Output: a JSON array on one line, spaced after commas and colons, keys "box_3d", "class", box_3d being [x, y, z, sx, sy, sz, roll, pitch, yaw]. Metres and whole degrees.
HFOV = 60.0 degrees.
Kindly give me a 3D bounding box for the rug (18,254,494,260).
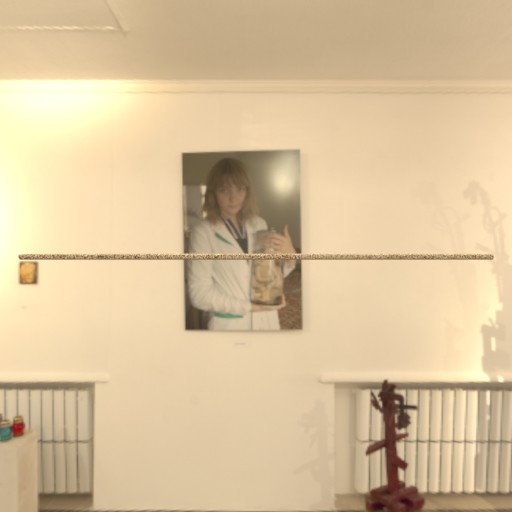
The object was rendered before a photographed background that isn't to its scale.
[{"box_3d": [0.000, 0.000, 3.016, 2.438, 0.030, 1.524, 0, 0, 0], "class": "rug"}]
